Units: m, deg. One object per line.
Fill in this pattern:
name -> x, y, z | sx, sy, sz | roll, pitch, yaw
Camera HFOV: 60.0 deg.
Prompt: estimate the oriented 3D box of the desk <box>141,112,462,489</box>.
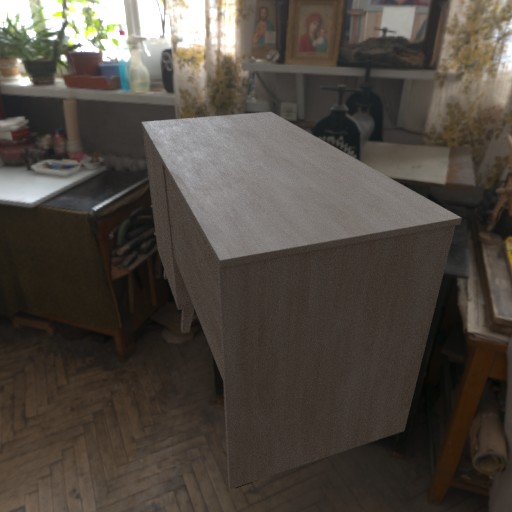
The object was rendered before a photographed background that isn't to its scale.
desk -> 0.000, 0.000, 1.675 | 0.600, 0.770, 1.251 | -10, 31, -17
